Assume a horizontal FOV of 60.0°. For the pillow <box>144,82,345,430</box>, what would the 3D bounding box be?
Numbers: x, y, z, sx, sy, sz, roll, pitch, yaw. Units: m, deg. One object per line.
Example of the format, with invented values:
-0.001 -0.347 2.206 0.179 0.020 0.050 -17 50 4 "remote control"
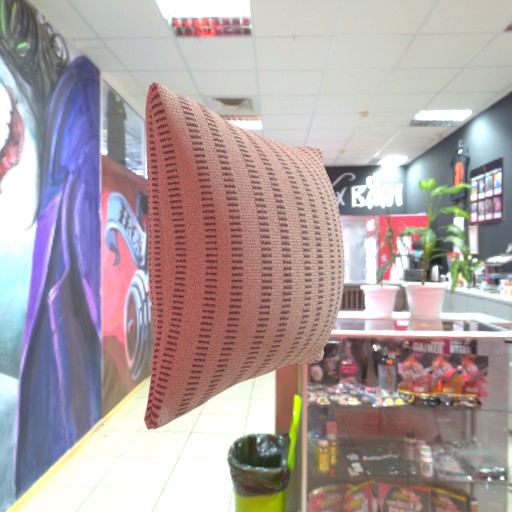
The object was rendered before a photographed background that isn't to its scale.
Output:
0.000 0.000 0.704 0.247 0.419 0.438 0 0 36 "pillow"
